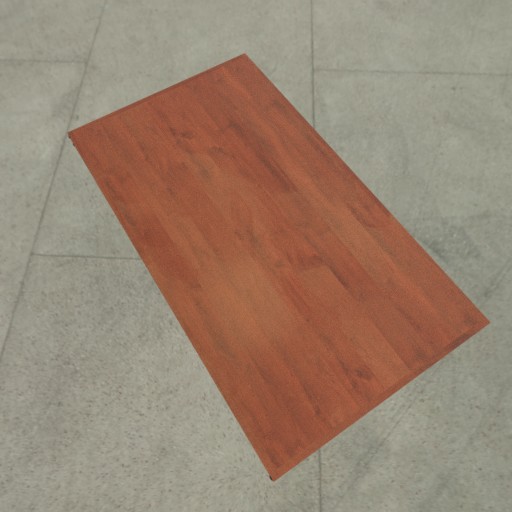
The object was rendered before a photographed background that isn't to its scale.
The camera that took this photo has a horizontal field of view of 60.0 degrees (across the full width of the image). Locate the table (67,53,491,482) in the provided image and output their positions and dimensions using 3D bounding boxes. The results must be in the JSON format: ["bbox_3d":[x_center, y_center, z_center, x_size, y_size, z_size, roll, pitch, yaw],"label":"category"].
[{"bbox_3d":[0.000,0.000,1.357,0.610,0.457,1.067,-30,68,-14],"label":"table"}]
